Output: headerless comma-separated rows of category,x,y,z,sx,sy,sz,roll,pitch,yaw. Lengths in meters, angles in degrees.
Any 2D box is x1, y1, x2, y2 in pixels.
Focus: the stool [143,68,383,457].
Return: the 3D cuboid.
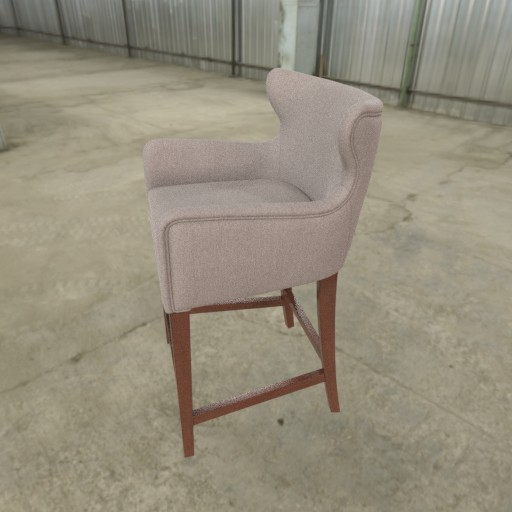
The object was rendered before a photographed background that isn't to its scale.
stool,0.000,0.000,1.304,0.575,0.951,0.575,-8,31,-13
